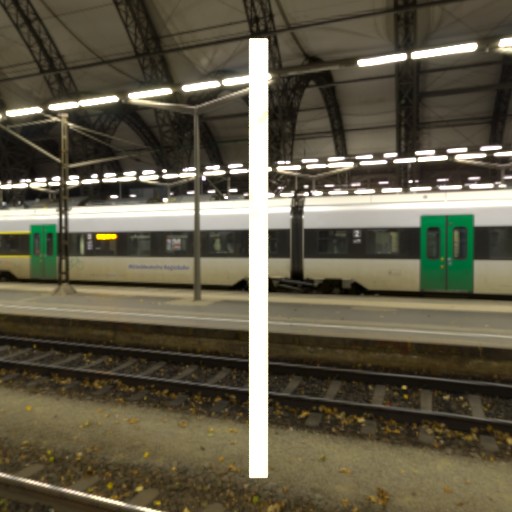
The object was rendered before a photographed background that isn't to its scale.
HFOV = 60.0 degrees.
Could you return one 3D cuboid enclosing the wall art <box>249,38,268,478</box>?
[{"bbox_3d":[0.000,0.000,1.338,0.038,0.889,0.889,0,1,-1],"label":"wall art"}]
